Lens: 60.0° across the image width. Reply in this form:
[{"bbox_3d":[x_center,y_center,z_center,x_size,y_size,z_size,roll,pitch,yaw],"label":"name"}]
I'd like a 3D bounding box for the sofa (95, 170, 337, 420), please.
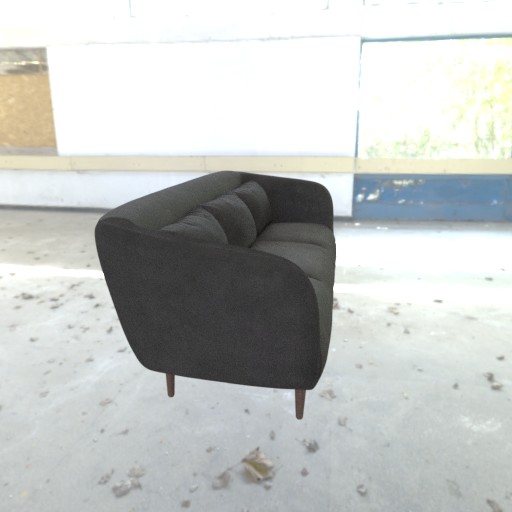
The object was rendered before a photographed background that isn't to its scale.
[{"bbox_3d":[0.000,0.000,2.690,0.956,0.875,2.296,3,16,10],"label":"sofa"}]
